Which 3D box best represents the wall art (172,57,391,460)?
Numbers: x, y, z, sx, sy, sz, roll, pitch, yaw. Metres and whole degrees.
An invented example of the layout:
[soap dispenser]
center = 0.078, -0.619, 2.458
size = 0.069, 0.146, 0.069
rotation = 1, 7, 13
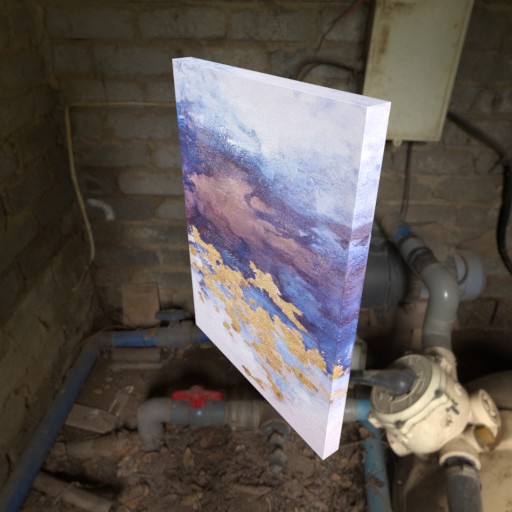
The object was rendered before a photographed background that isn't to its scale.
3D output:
[wall art]
center = 0.000, 0.000, 0.759
size = 0.036, 0.581, 0.437
rotation = -20, 37, -30
